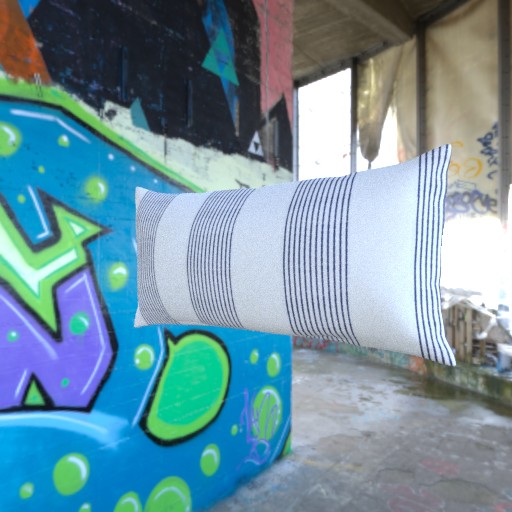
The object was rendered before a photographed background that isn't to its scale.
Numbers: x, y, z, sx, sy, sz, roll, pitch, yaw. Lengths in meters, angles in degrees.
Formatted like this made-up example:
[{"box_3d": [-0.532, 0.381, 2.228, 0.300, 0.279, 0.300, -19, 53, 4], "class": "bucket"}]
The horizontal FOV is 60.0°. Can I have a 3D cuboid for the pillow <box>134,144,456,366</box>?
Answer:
[{"box_3d": [0.000, 0.000, 0.728, 0.610, 0.287, 0.151, 0, -1, 36], "class": "pillow"}]
